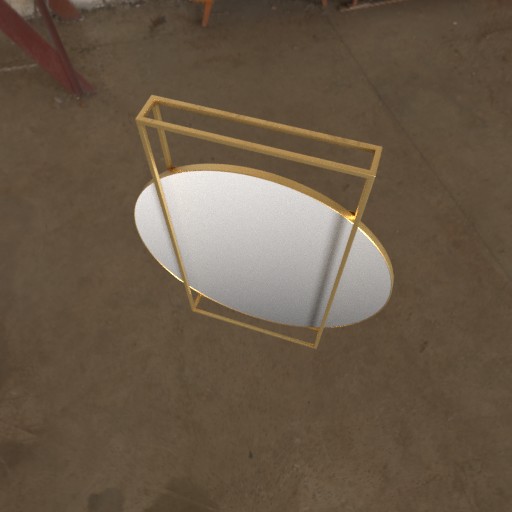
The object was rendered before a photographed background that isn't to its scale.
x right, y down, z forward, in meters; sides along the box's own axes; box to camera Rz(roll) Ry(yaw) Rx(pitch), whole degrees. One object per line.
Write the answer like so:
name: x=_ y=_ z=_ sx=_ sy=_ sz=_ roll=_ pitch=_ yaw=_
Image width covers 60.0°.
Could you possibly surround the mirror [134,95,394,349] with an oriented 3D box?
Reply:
mirror: x=0.000 y=0.000 z=0.821 sx=0.508 sy=0.603 sz=0.051 roll=16 pitch=60 yaw=9
